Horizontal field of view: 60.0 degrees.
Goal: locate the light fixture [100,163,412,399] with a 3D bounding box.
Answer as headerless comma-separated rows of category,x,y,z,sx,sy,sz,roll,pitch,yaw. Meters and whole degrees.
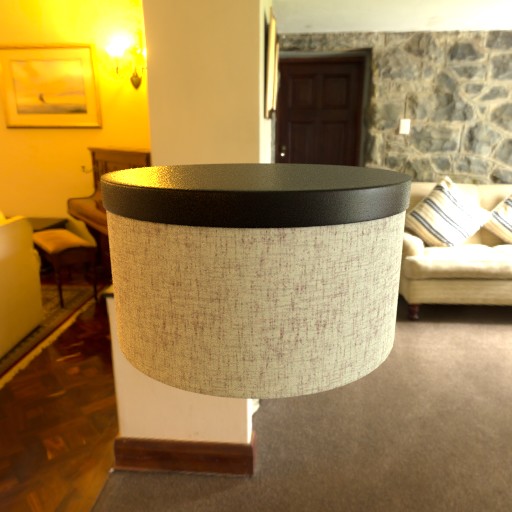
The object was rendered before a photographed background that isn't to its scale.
light fixture,0.000,0.000,0.615,0.389,0.229,0.389,0,15,0
